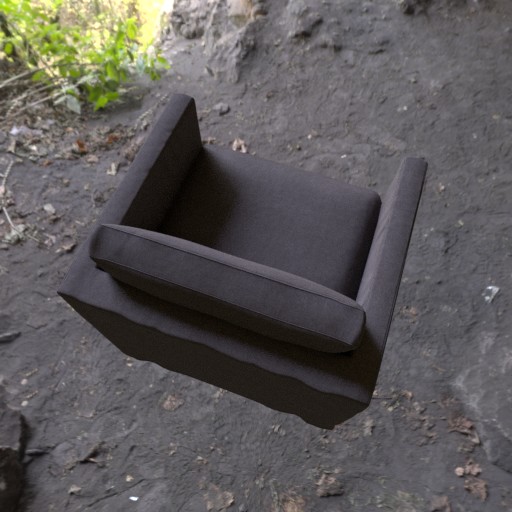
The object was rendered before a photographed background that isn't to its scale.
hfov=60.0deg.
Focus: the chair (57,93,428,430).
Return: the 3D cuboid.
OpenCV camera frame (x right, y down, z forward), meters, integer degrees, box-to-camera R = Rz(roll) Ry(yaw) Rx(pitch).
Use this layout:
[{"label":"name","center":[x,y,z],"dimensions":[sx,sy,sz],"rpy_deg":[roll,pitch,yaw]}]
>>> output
[{"label":"chair","center":[0.000,0.000,1.748],"dimensions":[1.057,0.863,0.949],"rpy_deg":[18,65,9]}]
